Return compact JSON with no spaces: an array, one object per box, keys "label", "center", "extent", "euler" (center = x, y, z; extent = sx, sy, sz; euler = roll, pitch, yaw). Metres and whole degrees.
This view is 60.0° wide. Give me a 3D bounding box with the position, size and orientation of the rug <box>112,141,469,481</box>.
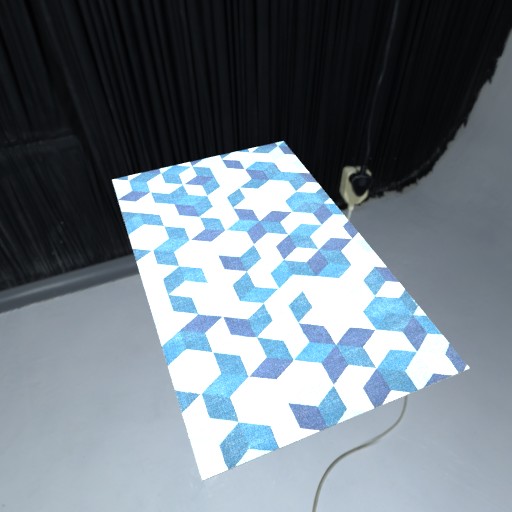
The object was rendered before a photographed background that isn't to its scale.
[{"label":"rug","center":[0.000,0.000,2.991],"extent":[1.518,0.015,2.438],"euler":[-16,49,-15]}]
